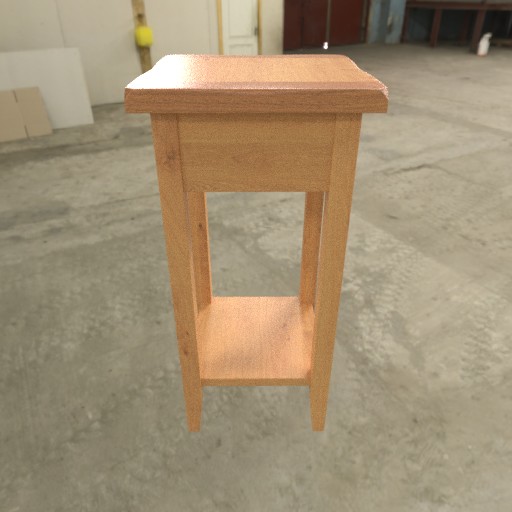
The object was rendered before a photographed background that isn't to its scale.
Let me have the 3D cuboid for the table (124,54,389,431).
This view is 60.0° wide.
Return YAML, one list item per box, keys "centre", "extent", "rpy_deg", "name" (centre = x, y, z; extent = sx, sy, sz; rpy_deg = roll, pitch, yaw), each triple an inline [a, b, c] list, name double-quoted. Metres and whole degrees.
- centre: [0.000, 0.000, 0.939]
  extent: [0.360, 0.740, 0.360]
  rpy_deg: [0, 31, 0]
  name: "table"
